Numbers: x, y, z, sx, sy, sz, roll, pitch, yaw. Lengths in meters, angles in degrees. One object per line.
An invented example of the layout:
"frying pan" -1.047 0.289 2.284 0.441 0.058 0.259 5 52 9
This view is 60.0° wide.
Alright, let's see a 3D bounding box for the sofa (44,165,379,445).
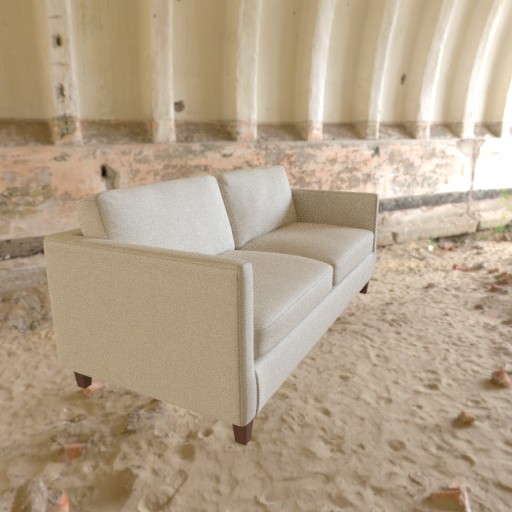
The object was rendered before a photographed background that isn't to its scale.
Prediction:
"sofa" 0.000 0.000 2.476 0.965 0.889 1.981 8 17 26
